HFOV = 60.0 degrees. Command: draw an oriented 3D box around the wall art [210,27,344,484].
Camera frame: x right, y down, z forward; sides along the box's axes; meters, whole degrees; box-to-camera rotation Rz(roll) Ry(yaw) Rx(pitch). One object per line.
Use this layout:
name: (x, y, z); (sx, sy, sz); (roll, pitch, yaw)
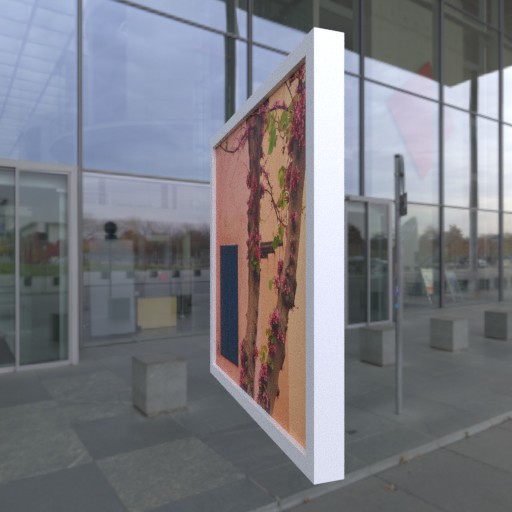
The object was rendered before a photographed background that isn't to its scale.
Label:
wall art: (0.000, 0.000, 0.738); (0.038, 0.508, 0.507); (0, 0, -19)
